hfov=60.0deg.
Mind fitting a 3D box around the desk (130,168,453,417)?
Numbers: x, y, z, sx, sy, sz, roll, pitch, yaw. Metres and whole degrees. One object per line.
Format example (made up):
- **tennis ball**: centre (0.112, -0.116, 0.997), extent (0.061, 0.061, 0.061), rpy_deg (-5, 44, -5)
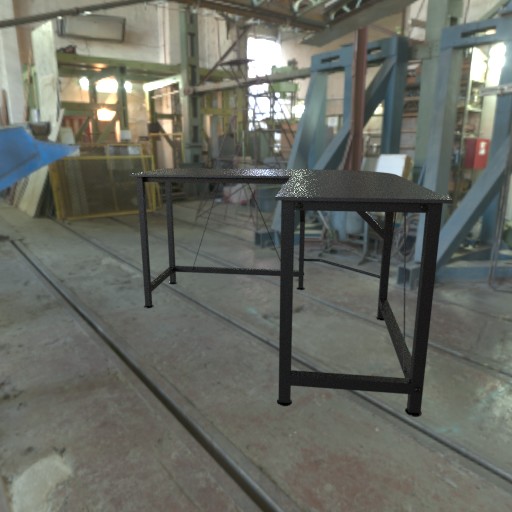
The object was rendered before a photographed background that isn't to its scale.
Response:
- **desk**: centre (0.000, 0.000, 2.201), extent (1.400, 0.762, 1.400), rpy_deg (2, 15, 8)
